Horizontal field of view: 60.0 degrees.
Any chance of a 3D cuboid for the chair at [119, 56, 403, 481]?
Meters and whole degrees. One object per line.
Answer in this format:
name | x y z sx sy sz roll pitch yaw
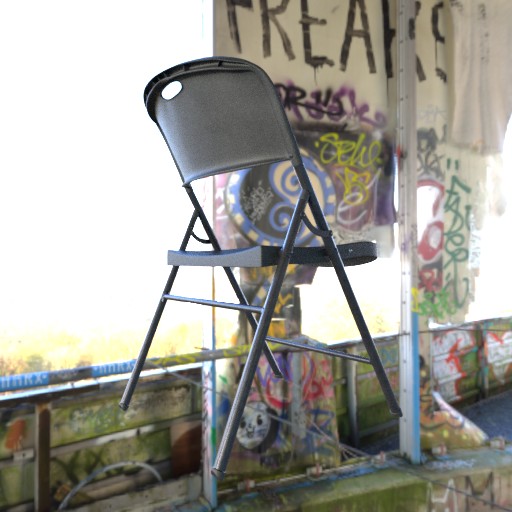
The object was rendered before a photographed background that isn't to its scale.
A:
chair | 0.000 0.000 1.146 0.567 0.810 0.494 0 -1 -37
